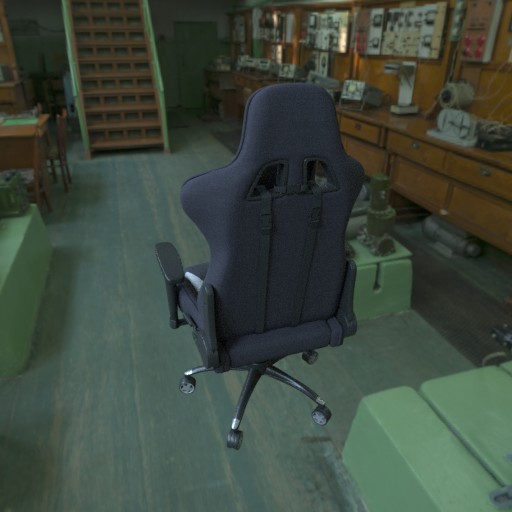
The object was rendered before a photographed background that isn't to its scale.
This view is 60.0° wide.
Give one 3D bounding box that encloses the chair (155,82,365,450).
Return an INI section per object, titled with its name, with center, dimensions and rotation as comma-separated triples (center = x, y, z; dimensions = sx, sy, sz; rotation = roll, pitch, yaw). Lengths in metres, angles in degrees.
[chair]
center = 0.000, 0.000, 1.704
dimensions = 0.730, 1.300, 0.695
rotation = -9, 28, -17
